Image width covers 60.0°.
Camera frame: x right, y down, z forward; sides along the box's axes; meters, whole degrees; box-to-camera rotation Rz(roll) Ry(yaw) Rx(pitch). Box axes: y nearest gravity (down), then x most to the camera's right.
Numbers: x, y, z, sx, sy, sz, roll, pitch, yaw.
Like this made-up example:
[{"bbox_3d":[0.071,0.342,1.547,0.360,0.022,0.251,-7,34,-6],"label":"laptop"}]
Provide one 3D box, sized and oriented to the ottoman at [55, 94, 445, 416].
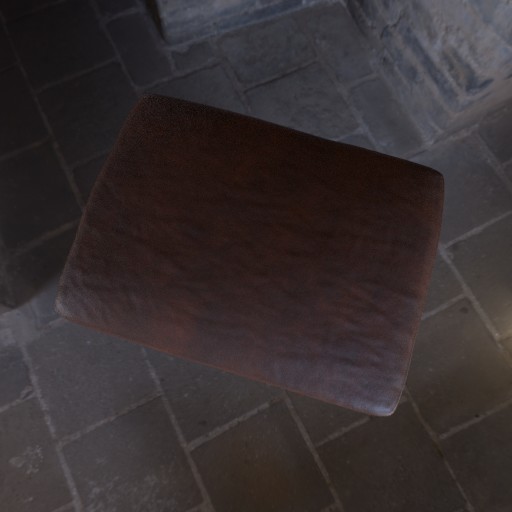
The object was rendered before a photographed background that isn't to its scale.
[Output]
[{"bbox_3d":[0.000,0.000,1.280,0.887,0.527,0.659,16,77,4],"label":"ottoman"}]
